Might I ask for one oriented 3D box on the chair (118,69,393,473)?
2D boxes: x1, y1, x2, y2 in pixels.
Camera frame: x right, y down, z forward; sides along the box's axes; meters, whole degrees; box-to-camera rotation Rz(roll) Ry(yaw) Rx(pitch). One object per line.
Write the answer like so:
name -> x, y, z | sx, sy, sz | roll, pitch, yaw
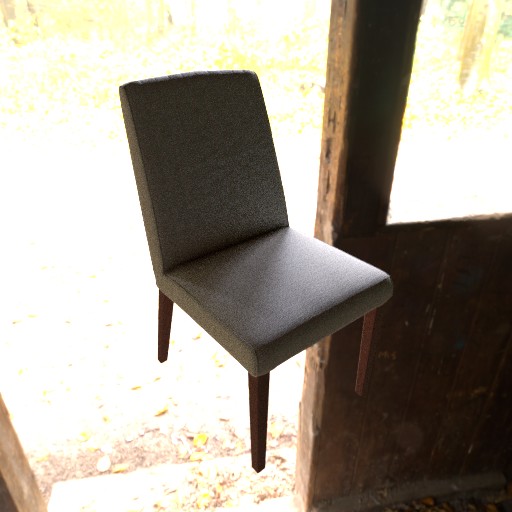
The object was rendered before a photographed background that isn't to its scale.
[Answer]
chair -> 0.000, 0.000, 1.229 | 0.480, 0.900, 0.594 | -22, 36, -33
